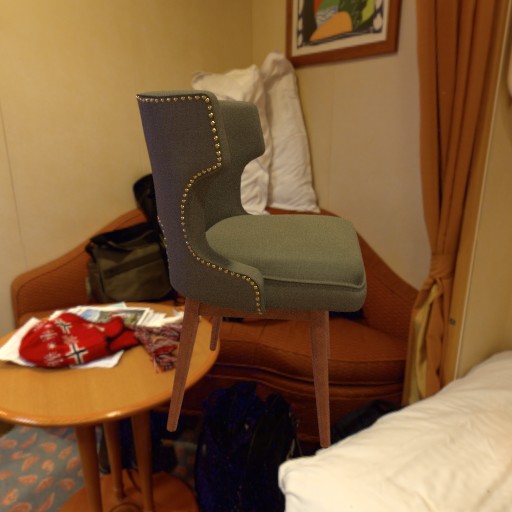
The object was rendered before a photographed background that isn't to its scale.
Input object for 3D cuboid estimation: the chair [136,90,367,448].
[{"bbox_3d":[0.000,0.000,1.245,0.581,0.863,0.595,3,17,9],"label":"chair"}]
